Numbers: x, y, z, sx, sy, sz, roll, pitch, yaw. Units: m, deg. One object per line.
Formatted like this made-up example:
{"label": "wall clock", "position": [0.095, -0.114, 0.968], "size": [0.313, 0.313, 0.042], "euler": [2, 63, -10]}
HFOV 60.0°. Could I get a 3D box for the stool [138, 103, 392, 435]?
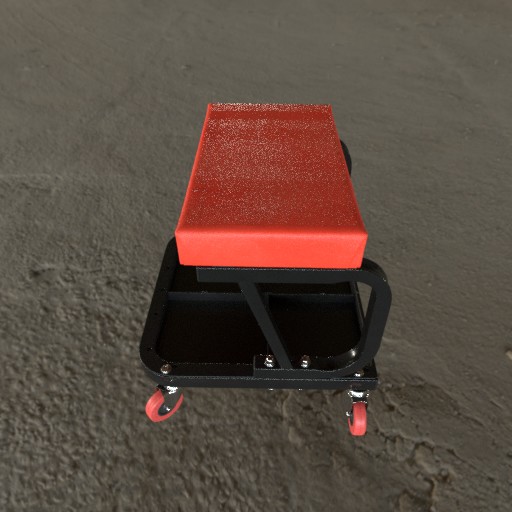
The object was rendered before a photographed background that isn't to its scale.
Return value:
{"label": "stool", "position": [0.000, 0.000, 0.741], "size": [0.371, 0.380, 0.446], "euler": [1, 40, 1]}
